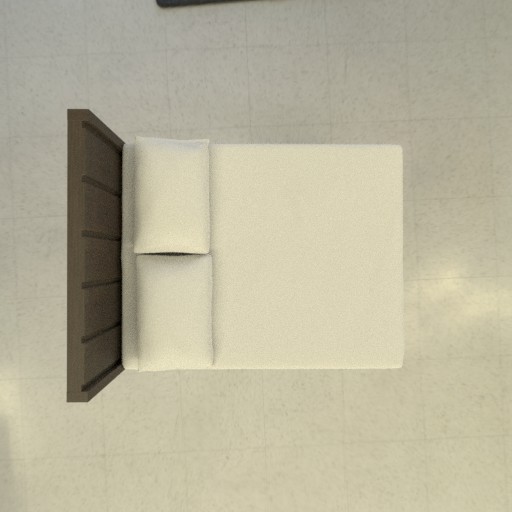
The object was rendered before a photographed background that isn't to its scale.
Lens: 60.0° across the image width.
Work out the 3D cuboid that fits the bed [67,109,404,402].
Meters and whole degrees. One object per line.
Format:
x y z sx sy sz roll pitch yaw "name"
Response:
0.000 0.000 3.255 2.242 1.270 1.727 0 90 -1 "bed"
